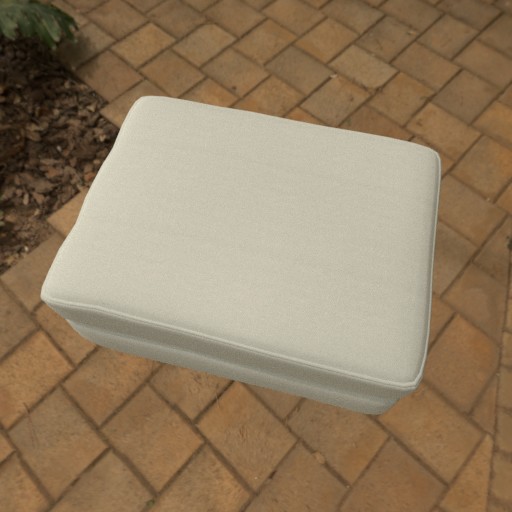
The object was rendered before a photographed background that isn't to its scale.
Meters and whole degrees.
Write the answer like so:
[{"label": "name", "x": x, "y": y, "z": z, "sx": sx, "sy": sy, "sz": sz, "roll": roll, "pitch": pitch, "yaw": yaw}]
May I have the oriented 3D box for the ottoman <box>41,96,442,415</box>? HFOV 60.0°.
[{"label": "ottoman", "x": 0.000, "y": 0.000, "z": 1.187, "sx": 0.818, "sy": 0.496, "sz": 0.634, "roll": 13, "pitch": 64, "yaw": 6}]
